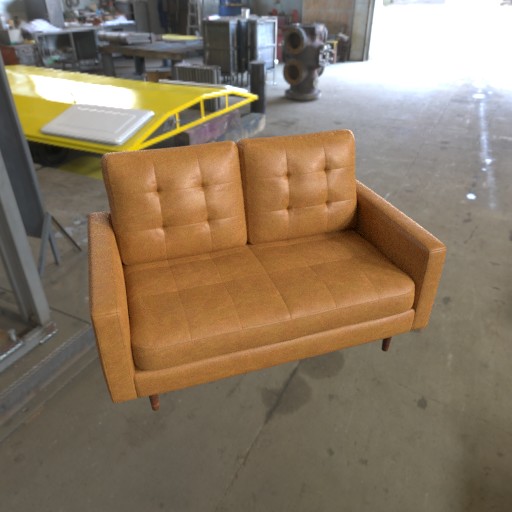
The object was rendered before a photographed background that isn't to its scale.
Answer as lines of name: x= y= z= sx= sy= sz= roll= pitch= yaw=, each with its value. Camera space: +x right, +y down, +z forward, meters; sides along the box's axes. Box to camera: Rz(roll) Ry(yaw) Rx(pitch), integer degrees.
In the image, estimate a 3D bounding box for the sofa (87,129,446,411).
sofa: x=0.000 y=0.000 z=2.021 sx=1.430 sy=0.898 sz=0.868 roll=-10 pitch=33 yaw=-15
